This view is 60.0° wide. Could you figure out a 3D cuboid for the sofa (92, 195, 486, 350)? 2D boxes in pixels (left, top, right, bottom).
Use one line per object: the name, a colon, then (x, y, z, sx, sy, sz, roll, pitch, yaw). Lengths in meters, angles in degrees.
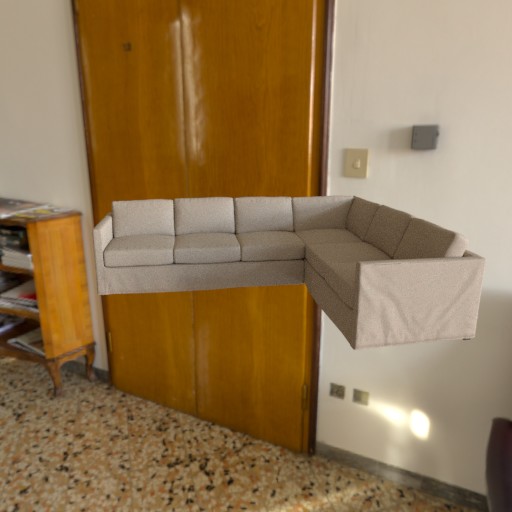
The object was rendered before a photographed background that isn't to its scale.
sofa: (0.000, 0.000, 4.339, 3.182, 0.871, 2.432, -2, 16, -8)
